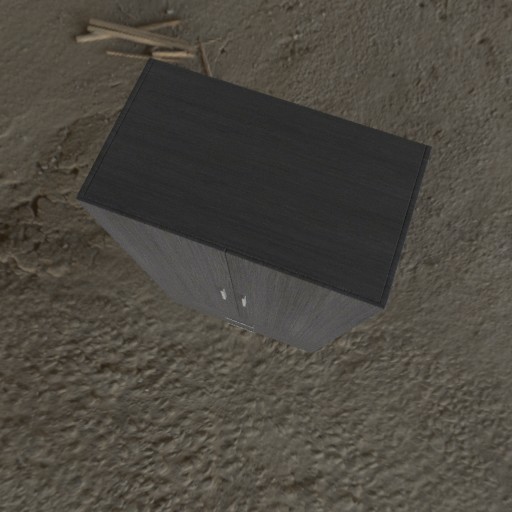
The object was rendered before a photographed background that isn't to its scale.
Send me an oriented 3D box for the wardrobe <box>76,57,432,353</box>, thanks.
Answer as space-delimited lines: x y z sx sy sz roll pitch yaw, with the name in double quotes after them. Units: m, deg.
0.000 0.000 2.256 0.991 1.808 0.577 20 75 6 "wardrobe"
